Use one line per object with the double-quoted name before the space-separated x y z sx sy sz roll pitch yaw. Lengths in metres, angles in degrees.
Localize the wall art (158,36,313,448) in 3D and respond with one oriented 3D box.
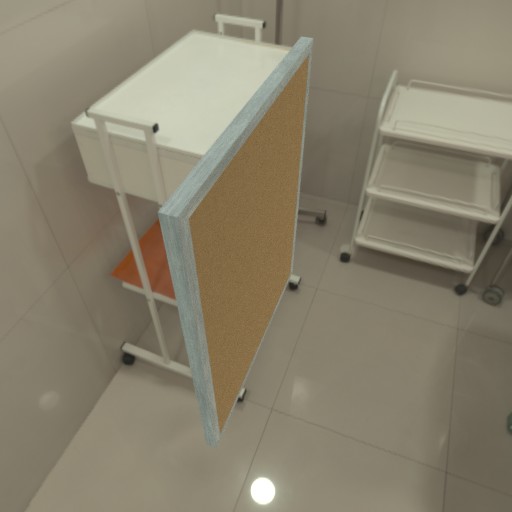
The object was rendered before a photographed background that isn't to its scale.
"wall art" 0.000 0.000 0.791 0.022 0.582 0.479 15 48 14
